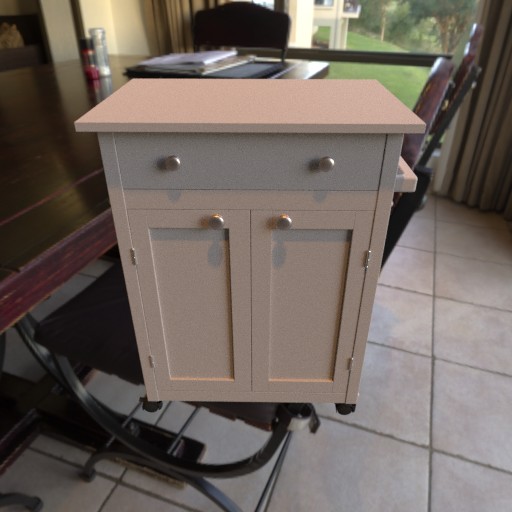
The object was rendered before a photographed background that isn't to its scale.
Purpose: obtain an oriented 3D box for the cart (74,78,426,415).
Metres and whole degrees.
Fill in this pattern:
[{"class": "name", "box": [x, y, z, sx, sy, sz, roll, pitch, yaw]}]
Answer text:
[{"class": "cart", "box": [0.000, 0.000, 1.251, 0.683, 0.864, 0.442, 0, 32, 1]}]
